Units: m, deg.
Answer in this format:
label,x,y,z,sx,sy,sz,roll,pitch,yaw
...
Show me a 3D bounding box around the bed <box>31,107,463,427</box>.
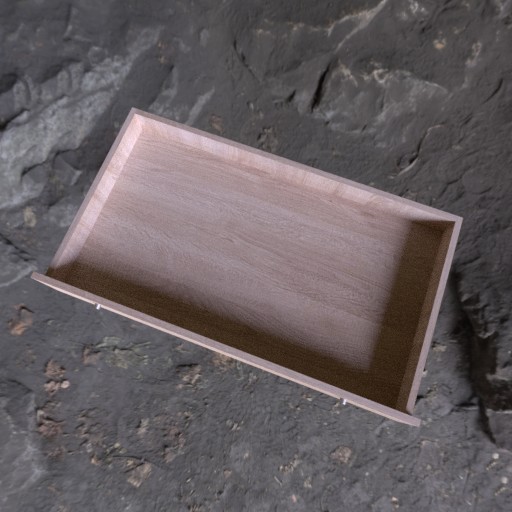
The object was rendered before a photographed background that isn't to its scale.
label,x,y,z,sx,sy,sz,roll,pitch,yaw
bed,0.000,0.000,1.458,1.200,0.209,0.685,20,75,6
